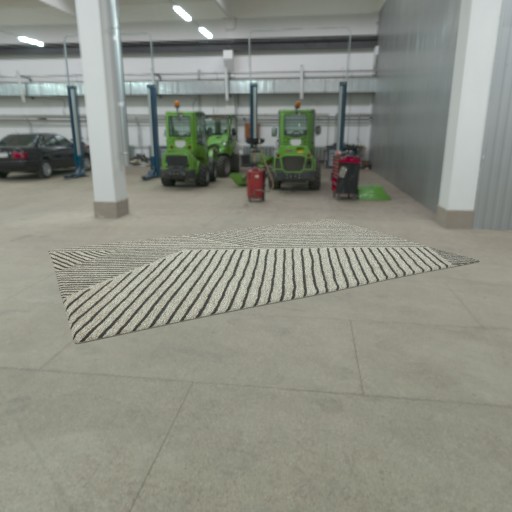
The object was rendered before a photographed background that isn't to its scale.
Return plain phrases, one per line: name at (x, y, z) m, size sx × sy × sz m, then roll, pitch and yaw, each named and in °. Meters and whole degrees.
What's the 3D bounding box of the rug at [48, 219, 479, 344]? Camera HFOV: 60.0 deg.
rug at (0.000, 0.000, 2.916) m, size 2.406 × 0.023 × 1.539 m, roll -8°, pitch 18°, yaw -27°
